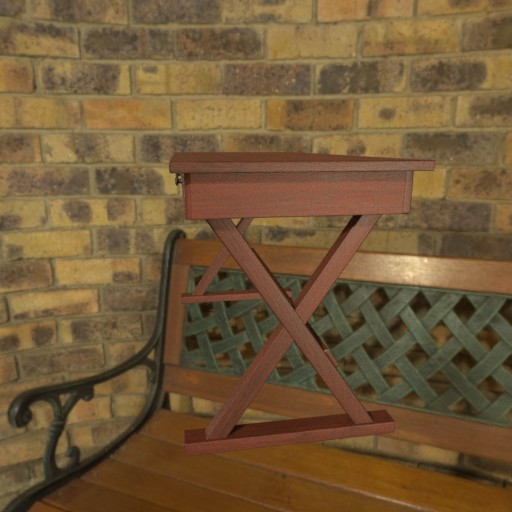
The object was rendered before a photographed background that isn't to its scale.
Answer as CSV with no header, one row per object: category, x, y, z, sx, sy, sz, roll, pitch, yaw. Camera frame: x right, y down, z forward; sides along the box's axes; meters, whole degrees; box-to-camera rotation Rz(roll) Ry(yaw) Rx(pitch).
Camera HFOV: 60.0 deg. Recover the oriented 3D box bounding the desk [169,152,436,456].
desk,0.000,0.000,1.709,0.600,0.761,1.372,-2,14,-9
